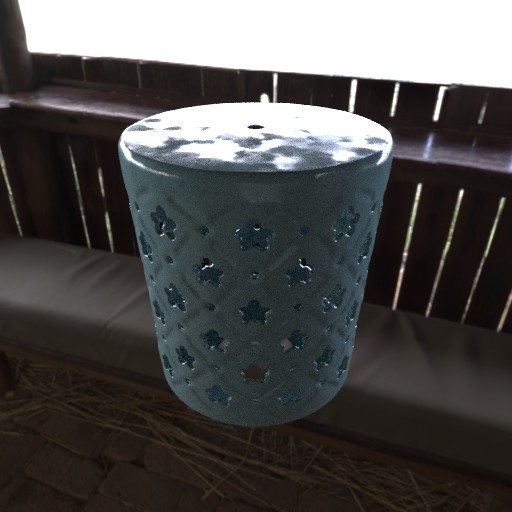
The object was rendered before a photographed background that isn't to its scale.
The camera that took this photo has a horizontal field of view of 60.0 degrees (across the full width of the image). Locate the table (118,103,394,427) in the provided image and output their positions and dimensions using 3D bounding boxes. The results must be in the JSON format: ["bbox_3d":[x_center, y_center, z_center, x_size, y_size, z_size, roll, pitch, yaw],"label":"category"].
[{"bbox_3d":[0.000,0.000,0.671,0.352,0.387,0.352,0,30,0],"label":"table"}]
